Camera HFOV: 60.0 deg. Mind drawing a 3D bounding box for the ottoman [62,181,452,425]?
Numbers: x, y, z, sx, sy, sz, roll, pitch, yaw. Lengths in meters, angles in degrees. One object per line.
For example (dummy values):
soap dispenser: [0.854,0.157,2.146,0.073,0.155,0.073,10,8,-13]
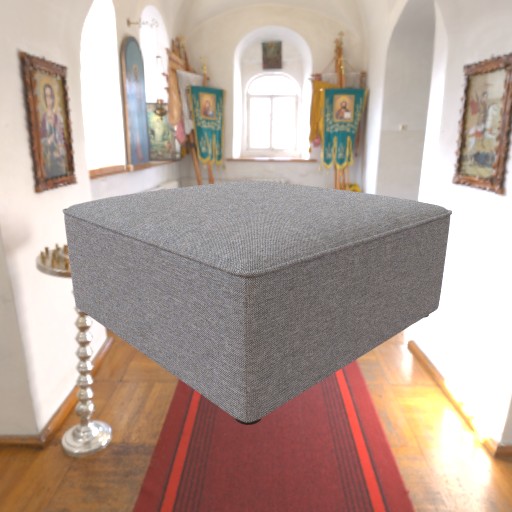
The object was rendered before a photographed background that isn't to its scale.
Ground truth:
ottoman: [0.000,0.000,1.622,1.005,0.455,1.005,-15,23,-41]
